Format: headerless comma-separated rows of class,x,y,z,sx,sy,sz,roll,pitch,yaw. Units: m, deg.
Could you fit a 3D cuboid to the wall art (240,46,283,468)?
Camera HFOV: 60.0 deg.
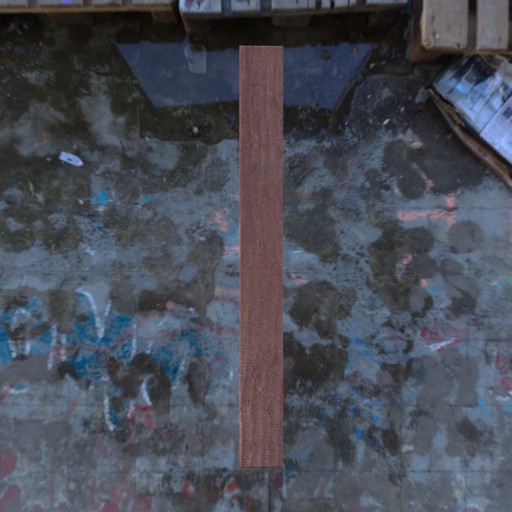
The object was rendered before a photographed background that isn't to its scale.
wall art,0.000,0.000,0.621,0.039,0.449,0.377,0,90,-1
